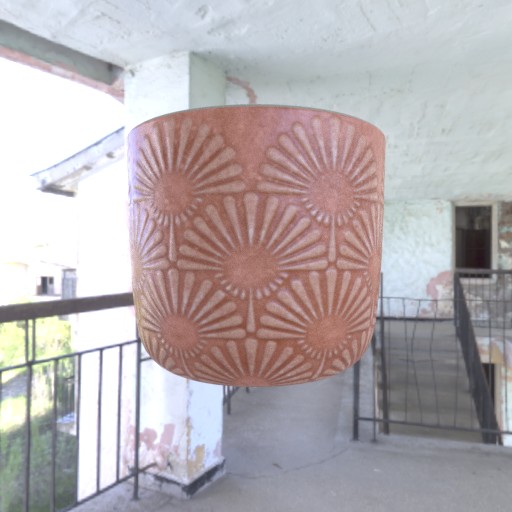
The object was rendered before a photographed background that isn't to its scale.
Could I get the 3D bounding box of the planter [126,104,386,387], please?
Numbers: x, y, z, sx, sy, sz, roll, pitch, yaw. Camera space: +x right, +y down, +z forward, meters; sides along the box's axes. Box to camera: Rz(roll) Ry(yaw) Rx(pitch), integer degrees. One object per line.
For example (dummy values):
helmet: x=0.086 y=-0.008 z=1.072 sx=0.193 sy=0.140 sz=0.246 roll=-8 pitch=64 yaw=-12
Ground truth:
planter: x=0.000 y=0.000 z=0.220 sx=0.124 sy=0.109 sz=0.124 roll=0 pitch=0 yaw=0
